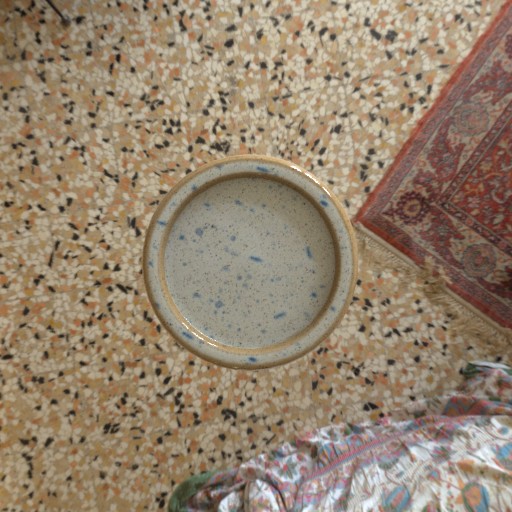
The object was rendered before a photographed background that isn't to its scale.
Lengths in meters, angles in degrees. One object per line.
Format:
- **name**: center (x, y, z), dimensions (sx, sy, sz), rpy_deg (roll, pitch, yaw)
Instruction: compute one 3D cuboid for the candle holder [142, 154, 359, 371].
- **candle holder**: center (0.000, 0.000, 0.252), dimensions (0.088, 0.203, 0.088), rpy_deg (0, 91, 1)
